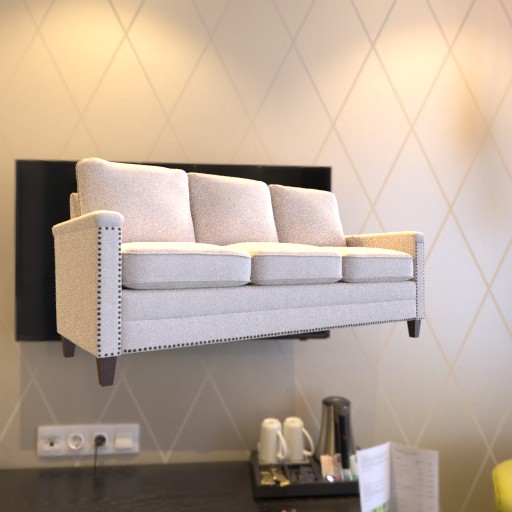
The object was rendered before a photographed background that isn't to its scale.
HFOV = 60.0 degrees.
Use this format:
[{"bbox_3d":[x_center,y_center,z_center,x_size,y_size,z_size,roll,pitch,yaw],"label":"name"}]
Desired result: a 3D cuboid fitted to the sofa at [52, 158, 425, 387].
[{"bbox_3d":[0.000,0.000,2.416,1.925,0.961,0.828,1,-1,-35],"label":"sofa"}]
